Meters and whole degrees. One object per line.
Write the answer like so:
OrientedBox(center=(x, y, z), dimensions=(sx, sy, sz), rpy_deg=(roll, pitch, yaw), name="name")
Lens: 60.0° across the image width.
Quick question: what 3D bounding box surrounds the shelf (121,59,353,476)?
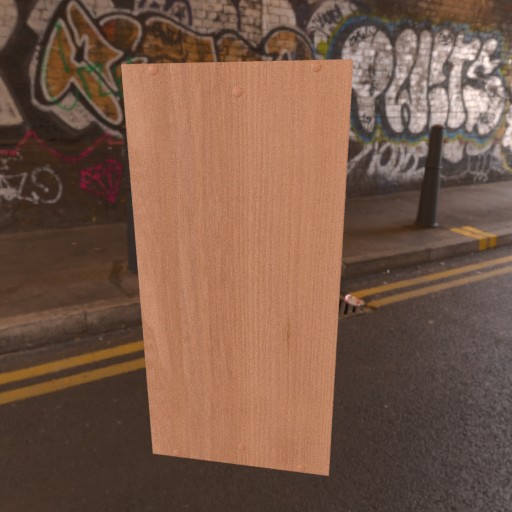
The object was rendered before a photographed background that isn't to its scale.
OrientedBox(center=(0.000, 0.000, 0.793), dimensions=(0.290, 0.600, 0.350), rpy_deg=(3, 17, 9), name="shelf")
